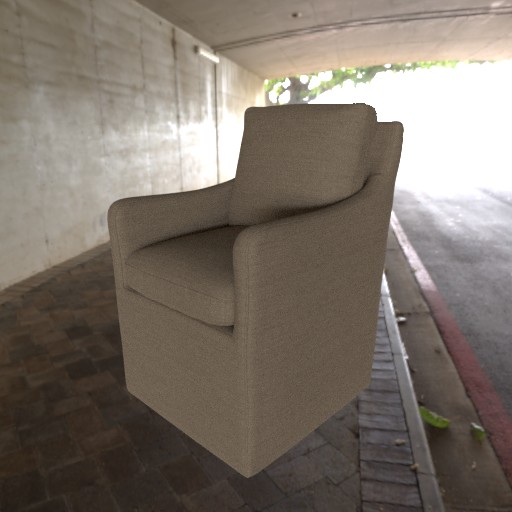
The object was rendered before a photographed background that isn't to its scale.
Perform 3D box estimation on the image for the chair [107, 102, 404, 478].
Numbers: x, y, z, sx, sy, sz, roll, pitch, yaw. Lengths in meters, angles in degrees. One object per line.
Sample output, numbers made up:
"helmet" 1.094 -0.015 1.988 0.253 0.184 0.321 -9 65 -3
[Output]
"chair" 0.000 0.000 1.382 0.626 0.914 0.694 15 22 41
